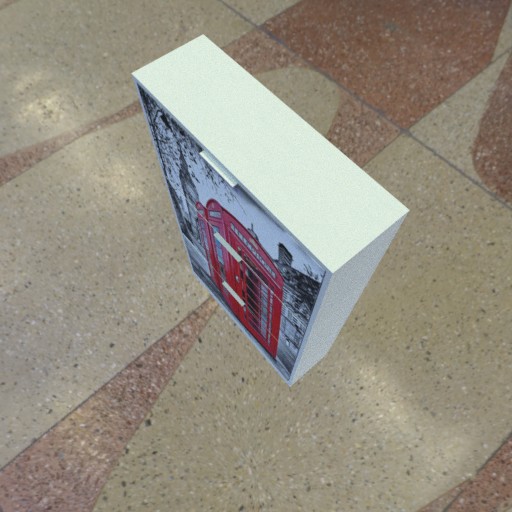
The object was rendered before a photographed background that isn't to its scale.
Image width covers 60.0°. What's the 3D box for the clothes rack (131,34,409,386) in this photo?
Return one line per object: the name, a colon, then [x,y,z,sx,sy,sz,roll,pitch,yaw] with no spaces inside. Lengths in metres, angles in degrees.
clothes rack: [0.000,0.000,1.636,0.250,1.280,0.750,-37,69,-17]
